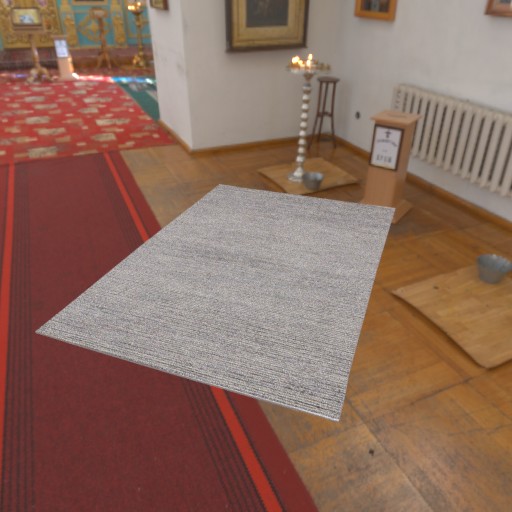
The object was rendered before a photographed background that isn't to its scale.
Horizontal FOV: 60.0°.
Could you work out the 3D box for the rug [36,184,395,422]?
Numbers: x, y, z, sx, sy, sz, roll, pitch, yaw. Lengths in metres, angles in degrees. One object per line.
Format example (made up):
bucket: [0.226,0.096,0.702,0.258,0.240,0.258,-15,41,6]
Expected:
rug: [0.000,0.000,2.996,1.604,0.030,2.307,11,32,18]
